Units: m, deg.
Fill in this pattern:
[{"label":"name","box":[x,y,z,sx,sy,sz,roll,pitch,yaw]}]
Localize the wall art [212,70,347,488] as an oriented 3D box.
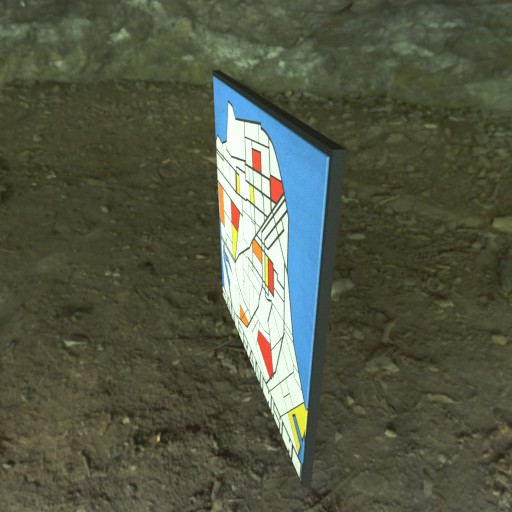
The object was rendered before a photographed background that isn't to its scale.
[{"label":"wall art","box":[0.000,0.000,0.662,0.013,0.457,0.458,-9,32,-15]}]
